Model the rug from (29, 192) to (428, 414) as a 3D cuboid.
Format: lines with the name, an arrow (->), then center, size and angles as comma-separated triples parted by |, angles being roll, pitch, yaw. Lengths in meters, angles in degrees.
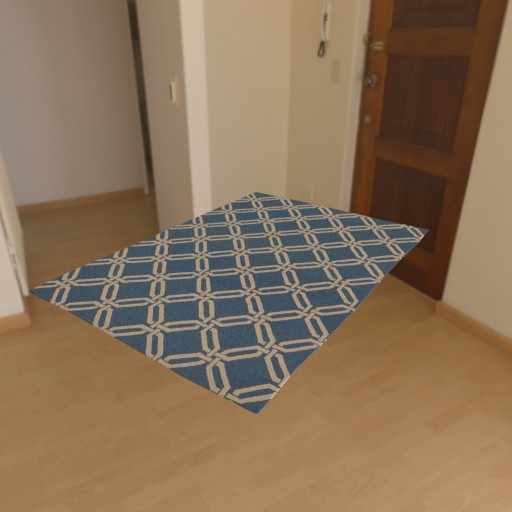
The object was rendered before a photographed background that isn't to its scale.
rug -> 0.000, 0.000, 2.769 | 1.524, 0.013, 2.135 | 17, 31, 31
